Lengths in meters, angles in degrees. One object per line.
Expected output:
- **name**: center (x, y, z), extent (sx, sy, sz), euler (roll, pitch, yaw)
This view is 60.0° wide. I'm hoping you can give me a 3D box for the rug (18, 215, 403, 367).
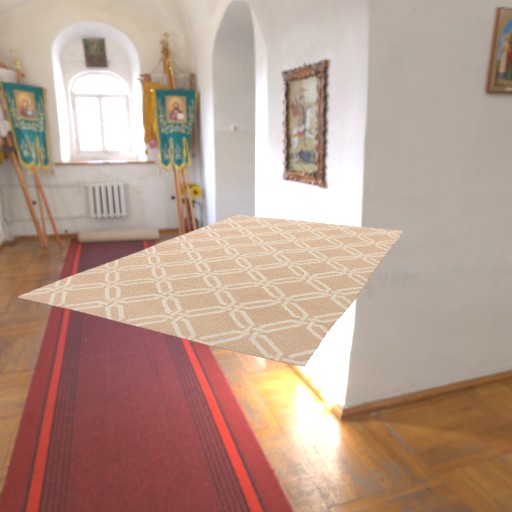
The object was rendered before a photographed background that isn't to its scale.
- **rug**: center (0.000, 0.000, 2.162), extent (1.146, 0.010, 1.745), euler (8, 18, 25)
